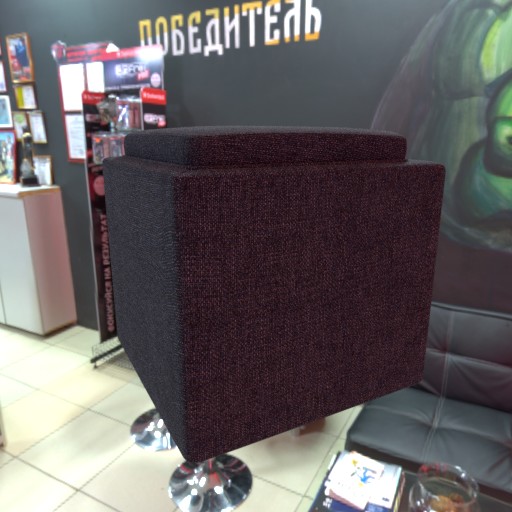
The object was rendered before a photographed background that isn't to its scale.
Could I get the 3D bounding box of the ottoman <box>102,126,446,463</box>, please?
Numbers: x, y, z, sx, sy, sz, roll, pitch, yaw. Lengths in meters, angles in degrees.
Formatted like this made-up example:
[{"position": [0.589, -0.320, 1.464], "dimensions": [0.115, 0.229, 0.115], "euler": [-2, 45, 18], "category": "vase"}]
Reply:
[{"position": [0.000, 0.000, 0.822], "dimensions": [0.450, 0.460, 0.450], "euler": [-8, 17, -27], "category": "ottoman"}]
